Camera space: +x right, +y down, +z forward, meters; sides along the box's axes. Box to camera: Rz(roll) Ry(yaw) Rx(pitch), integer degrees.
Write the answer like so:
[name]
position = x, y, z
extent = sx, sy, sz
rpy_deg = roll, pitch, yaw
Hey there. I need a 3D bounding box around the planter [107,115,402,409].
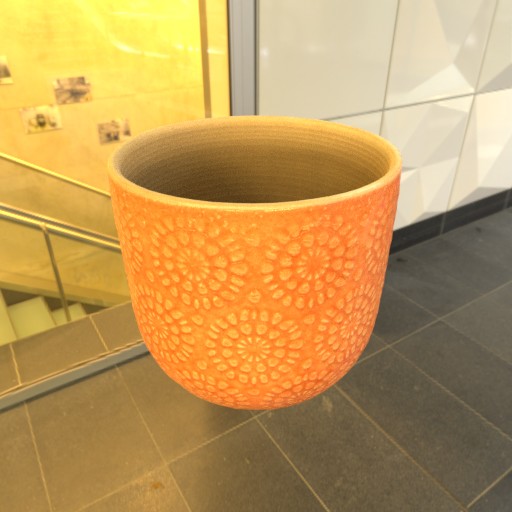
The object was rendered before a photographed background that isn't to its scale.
[planter]
position = 0.000, 0.000, 0.293
extent = 0.170, 0.152, 0.170
rpy_deg = 0, 31, 0
